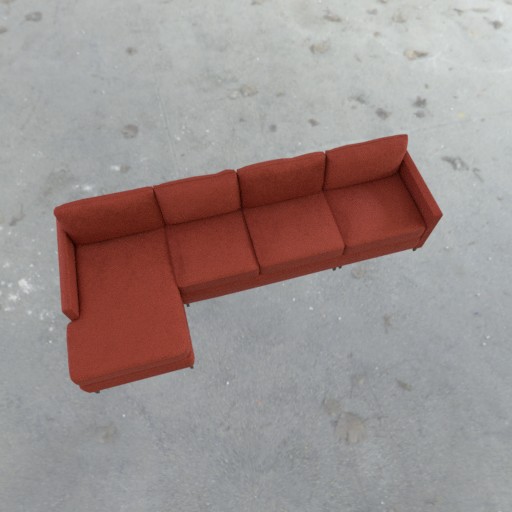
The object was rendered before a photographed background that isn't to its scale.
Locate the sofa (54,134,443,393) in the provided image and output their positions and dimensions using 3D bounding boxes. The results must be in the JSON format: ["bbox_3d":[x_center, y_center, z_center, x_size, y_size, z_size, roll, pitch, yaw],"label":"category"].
[{"bbox_3d":[0.000,0.000,4.024,3.400,0.967,1.500,-13,62,-7],"label":"sofa"}]
